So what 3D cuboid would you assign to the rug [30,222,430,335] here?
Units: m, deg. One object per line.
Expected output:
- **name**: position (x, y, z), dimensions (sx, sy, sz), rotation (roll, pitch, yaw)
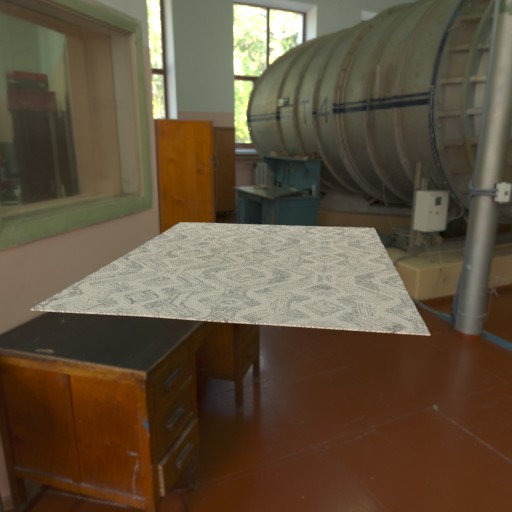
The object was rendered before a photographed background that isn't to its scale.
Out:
- **rug**: position (0.000, 0.000, 4.082), dimensions (2.430, 0.030, 3.054), rotation (2, 15, 9)
